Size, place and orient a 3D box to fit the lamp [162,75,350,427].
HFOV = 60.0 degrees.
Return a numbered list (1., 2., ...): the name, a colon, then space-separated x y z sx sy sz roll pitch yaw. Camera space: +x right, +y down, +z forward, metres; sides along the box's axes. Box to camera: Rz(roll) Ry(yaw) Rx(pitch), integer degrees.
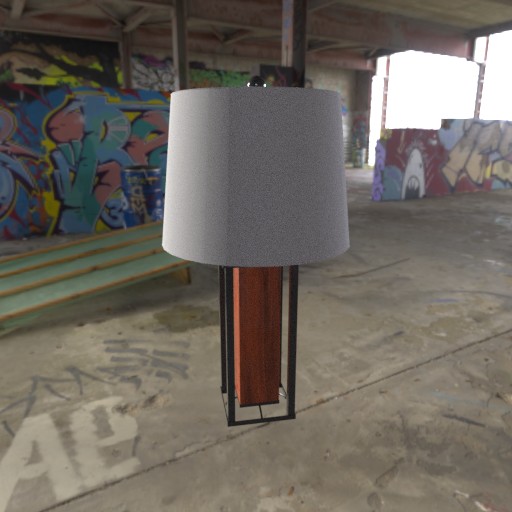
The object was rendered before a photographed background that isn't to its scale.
1. lamp: 0.000 0.000 0.778 0.320 0.591 0.320 0 15 0
